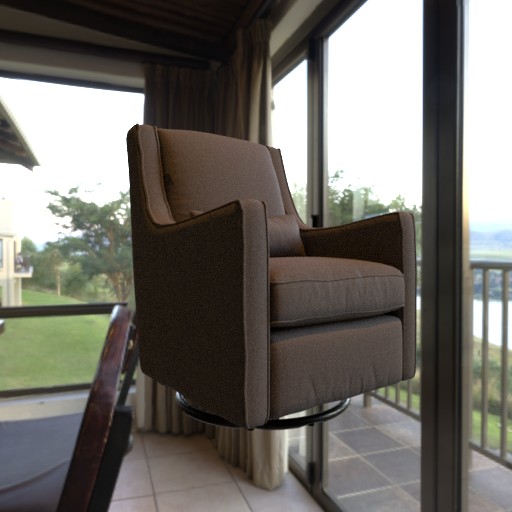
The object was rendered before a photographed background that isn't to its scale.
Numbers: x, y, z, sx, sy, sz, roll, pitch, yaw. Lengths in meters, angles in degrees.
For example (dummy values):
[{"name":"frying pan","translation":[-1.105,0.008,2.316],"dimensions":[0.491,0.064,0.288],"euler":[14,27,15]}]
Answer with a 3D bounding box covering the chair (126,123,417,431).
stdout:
[{"name":"chair","translation":[0.000,0.000,1.592],"dimensions":[0.732,0.993,0.879],"euler":[-1,2,-37]}]
